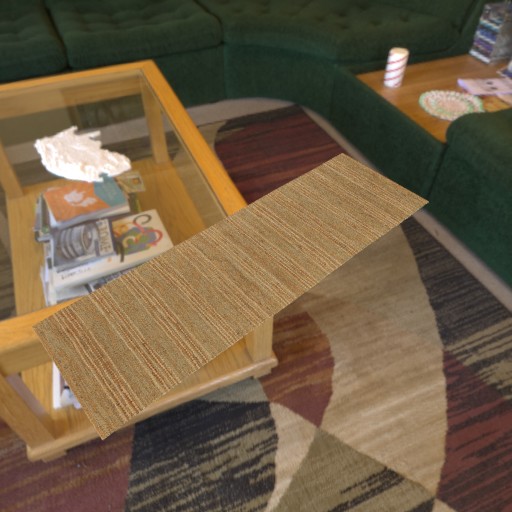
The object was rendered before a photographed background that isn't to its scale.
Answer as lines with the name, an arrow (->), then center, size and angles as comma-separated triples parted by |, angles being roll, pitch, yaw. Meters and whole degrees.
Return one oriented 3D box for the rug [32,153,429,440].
rug -> 0.000, 0.000, 2.667 | 2.438, 0.006, 0.783 | -32, 54, -27
